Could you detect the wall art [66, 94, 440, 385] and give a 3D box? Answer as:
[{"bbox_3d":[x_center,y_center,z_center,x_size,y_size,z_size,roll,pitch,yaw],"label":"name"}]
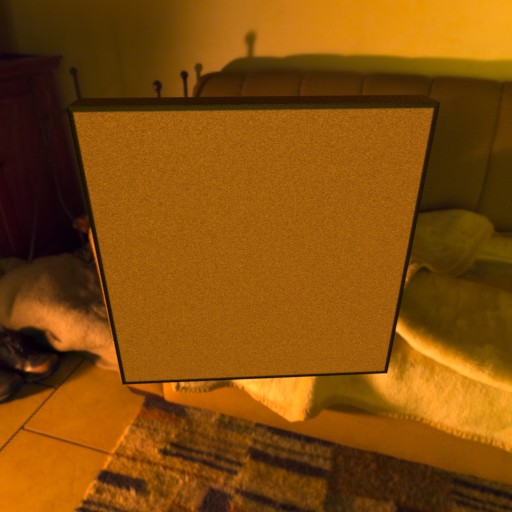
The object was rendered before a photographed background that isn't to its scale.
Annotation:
[{"bbox_3d":[0.000,0.000,0.449,0.304,0.303,0.037,-2,29,-3],"label":"wall art"}]
